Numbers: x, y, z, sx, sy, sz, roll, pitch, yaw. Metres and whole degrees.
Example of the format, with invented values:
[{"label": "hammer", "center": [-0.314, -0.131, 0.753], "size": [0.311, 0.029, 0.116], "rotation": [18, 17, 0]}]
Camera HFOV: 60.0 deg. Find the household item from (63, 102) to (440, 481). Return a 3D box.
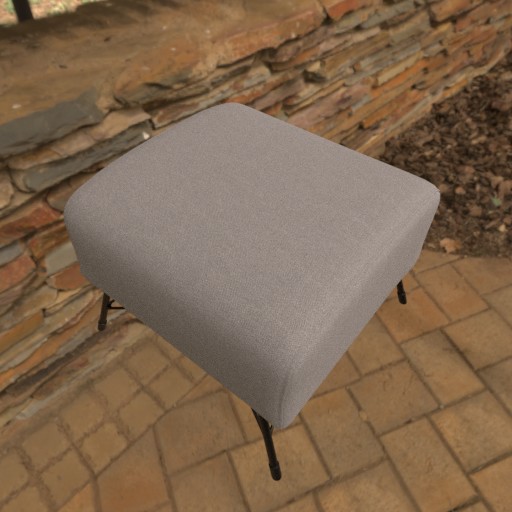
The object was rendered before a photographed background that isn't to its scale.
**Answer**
[{"label": "household item", "center": [0.000, 0.000, 0.908], "size": [0.530, 0.410, 0.530], "rotation": [31, 54, 25]}]
